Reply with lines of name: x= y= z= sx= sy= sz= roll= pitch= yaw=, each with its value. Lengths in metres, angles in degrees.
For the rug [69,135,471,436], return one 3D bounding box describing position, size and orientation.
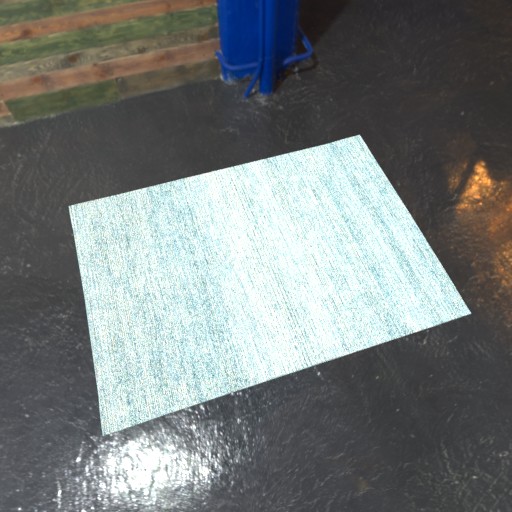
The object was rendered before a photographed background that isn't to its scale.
rug: x=0.000 y=0.000 z=2.918 sx=2.260 sy=0.026 sz=1.611 roll=-16 pitch=60 yaw=-9
